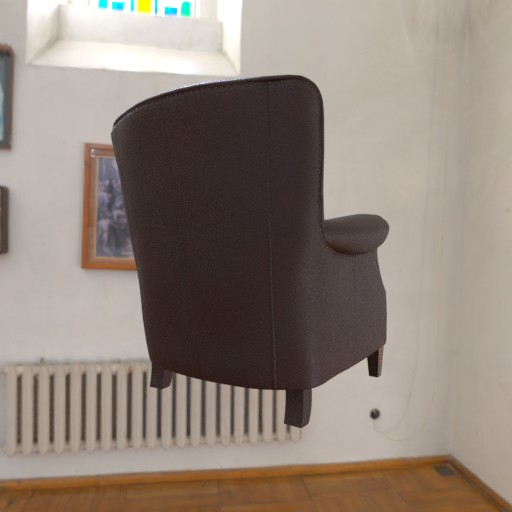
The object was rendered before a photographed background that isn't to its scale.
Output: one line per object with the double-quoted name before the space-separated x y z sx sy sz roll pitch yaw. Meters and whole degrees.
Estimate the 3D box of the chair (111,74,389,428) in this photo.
"chair" 0.000 0.000 1.339 0.700 0.800 0.746 1 1 37
